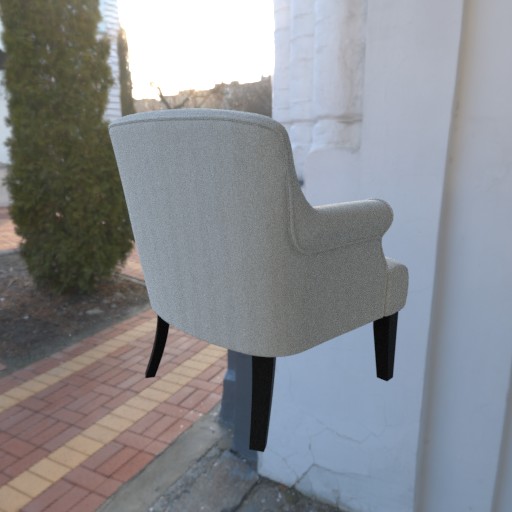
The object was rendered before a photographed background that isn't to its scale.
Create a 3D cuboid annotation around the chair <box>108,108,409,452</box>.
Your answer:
[{"bbox_3d":[0.000,0.000,1.453,0.750,0.875,0.781,-13,19,-43],"label":"chair"}]
